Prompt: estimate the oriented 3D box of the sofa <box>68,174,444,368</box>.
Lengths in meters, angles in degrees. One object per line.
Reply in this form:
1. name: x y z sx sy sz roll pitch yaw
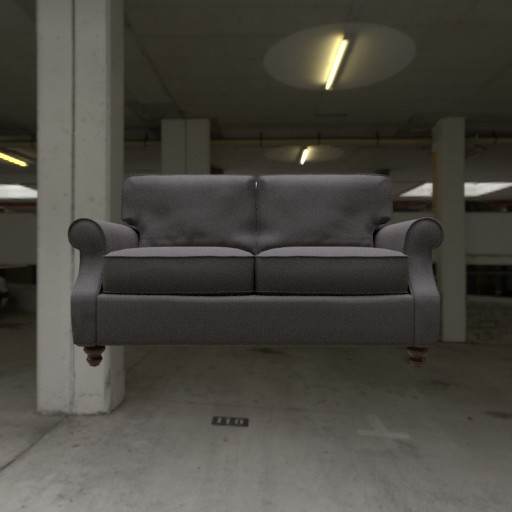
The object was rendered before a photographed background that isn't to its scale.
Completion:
1. sofa: 0.000 0.000 2.269 1.665 0.937 0.964 0 0 1
